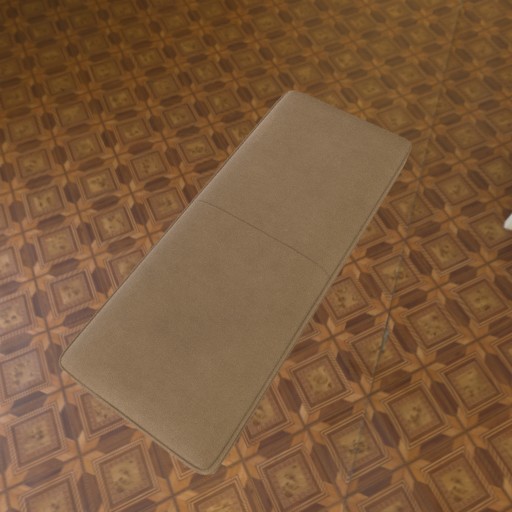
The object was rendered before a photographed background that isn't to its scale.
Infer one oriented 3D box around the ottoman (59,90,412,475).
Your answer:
[{"bbox_3d":[0.000,0.000,2.023,0.735,0.460,1.726,30,66,15],"label":"ottoman"}]
